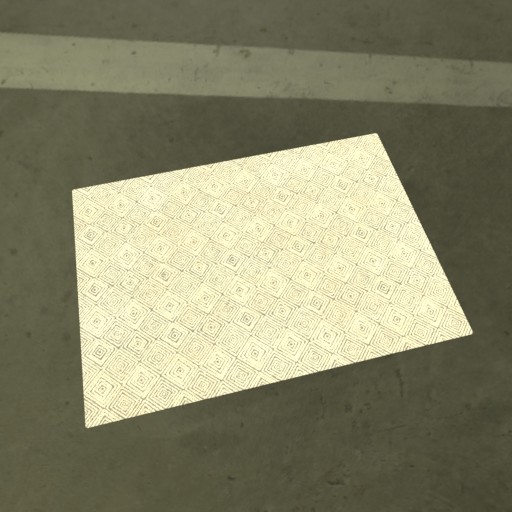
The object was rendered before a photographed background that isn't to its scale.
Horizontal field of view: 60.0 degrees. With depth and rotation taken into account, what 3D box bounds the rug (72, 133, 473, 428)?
[{"bbox_3d":[0.000,0.000,2.835,2.238,0.008,1.593,-12,63,-6],"label":"rug"}]
